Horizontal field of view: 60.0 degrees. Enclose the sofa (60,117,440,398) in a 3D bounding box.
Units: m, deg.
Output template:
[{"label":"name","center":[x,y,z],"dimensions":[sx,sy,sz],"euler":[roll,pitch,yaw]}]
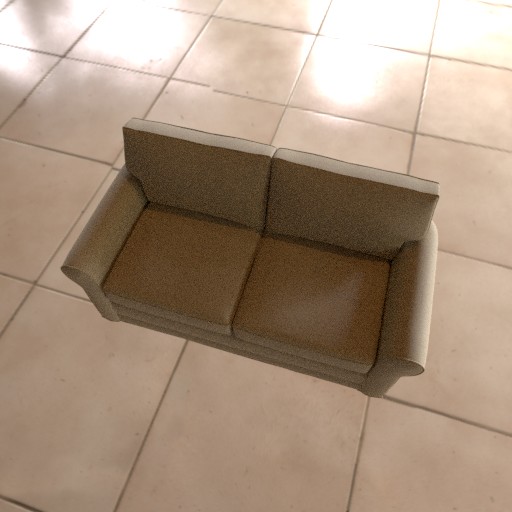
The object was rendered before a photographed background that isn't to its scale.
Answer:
[{"label":"sofa","center":[0.000,0.000,2.330],"dimensions":[1.774,0.933,0.861],"euler":[14,59,9]}]
